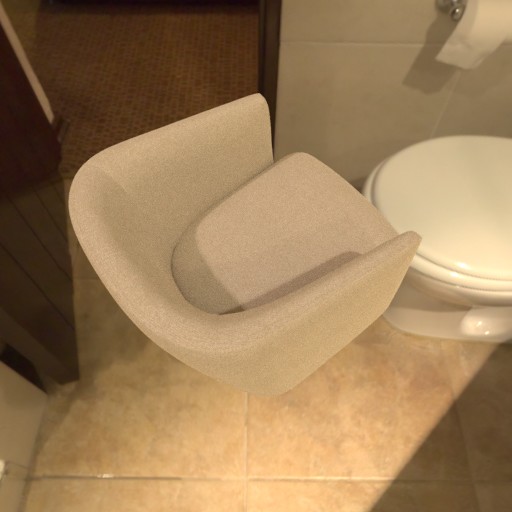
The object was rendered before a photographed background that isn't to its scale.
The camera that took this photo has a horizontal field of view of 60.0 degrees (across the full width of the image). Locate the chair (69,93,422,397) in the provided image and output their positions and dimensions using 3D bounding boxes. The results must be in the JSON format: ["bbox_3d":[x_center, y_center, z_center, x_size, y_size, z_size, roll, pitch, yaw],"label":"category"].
[{"bbox_3d":[0.000,0.000,1.586,0.986,0.861,0.822,-32,63,-18],"label":"chair"}]
